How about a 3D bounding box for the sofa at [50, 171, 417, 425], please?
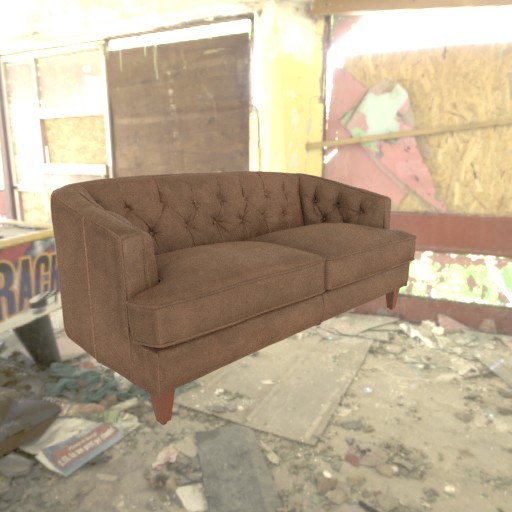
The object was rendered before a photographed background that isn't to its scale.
[{"bbox_3d":[0.000,0.000,2.219,0.917,0.799,1.767,12,18,43],"label":"sofa"}]
